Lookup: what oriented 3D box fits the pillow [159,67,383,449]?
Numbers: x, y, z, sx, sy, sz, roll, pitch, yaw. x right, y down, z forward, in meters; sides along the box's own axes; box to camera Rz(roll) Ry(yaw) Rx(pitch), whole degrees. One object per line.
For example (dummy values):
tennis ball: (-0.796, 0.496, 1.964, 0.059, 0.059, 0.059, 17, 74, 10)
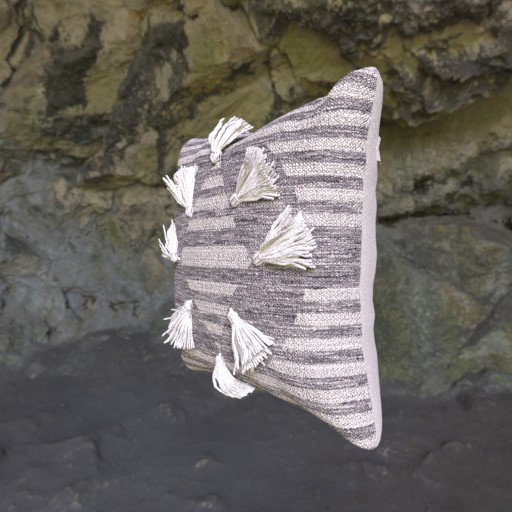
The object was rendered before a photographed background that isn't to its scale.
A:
pillow: (0.000, 0.000, 0.746, 0.234, 0.490, 0.484, 0, 1, -37)
